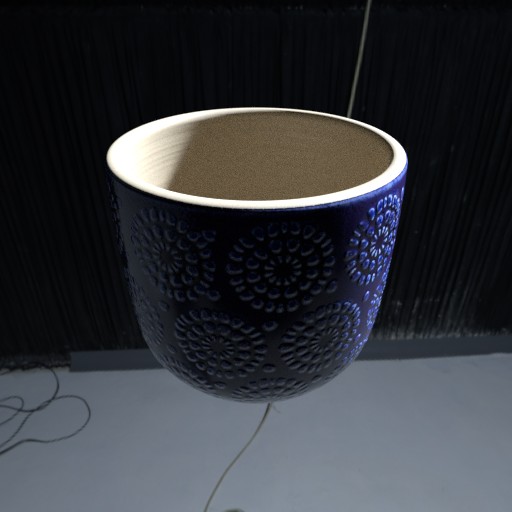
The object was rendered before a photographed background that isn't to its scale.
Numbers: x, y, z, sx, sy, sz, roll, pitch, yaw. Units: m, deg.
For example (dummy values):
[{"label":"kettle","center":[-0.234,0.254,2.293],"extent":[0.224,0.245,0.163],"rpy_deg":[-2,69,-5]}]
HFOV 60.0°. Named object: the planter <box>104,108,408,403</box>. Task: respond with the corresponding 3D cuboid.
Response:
[{"label":"planter","center":[0.000,0.000,0.287],"extent":[0.165,0.149,0.165],"rpy_deg":[0,32,0]}]
